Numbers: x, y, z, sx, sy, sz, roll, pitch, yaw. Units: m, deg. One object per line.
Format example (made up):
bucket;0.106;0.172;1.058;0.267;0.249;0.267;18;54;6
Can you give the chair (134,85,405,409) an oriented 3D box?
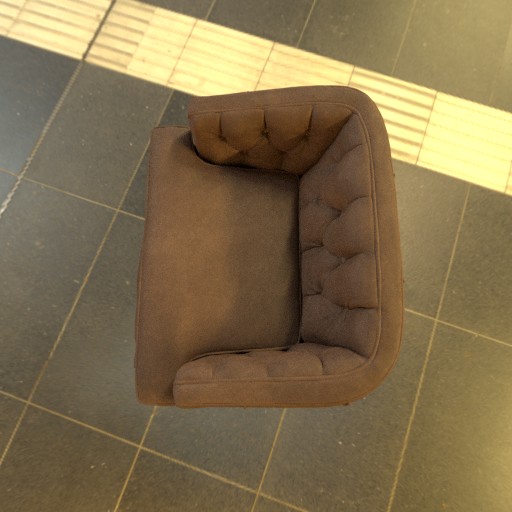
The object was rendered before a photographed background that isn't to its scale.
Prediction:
chair;0.000;0.000;1.744;0.914;0.787;1.118;0;75;0
